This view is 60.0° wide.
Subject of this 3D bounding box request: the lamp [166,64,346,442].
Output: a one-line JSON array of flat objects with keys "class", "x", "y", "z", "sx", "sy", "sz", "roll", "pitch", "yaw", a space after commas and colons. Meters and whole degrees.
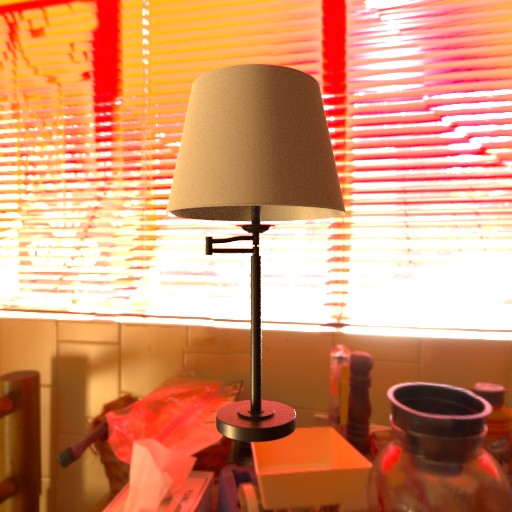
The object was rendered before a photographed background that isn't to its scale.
[{"class": "lamp", "x": 0.000, "y": 0.000, "z": 0.909, "sx": 0.363, "sy": 0.696, "sz": 0.363, "roll": 0, "pitch": 0, "yaw": 0}]
